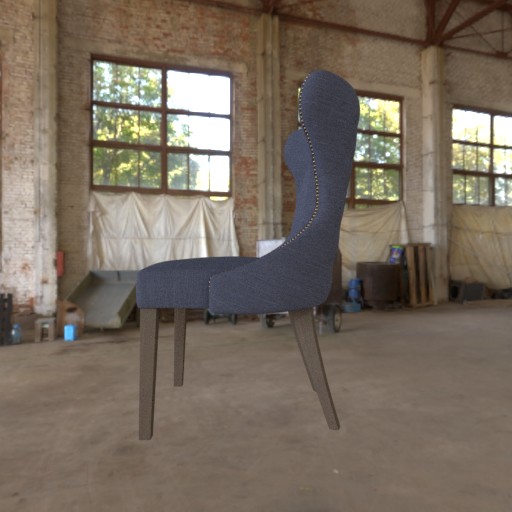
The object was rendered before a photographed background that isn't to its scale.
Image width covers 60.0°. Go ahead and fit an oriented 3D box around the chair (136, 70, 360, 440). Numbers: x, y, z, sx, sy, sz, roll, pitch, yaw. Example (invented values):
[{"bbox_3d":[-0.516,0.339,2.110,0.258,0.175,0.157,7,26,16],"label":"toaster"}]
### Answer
[{"bbox_3d":[0.000,0.000,1.419,0.635,0.967,0.628,0,0,0],"label":"chair"}]
